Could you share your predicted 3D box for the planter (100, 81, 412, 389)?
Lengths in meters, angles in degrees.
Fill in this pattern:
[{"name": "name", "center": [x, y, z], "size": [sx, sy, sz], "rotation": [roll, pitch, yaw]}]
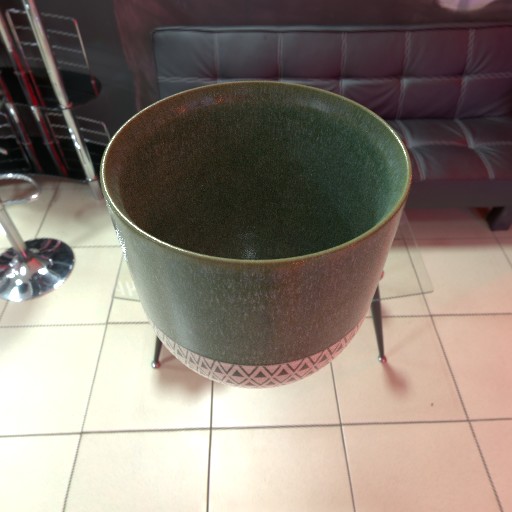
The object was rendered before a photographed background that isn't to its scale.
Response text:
[{"name": "planter", "center": [0.000, 0.000, 0.485], "size": [0.266, 0.270, 0.266], "rotation": [0, 47, 0]}]
